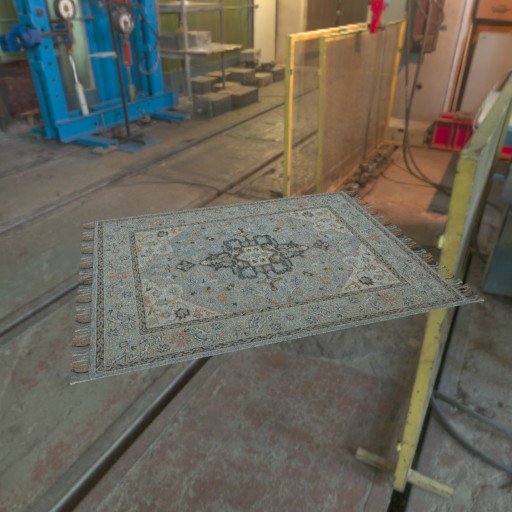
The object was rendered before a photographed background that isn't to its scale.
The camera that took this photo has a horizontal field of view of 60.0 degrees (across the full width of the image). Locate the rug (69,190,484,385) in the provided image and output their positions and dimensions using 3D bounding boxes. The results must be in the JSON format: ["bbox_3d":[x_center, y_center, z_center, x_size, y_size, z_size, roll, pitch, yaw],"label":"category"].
[{"bbox_3d":[0.000,0.000,4.202,3.221,0.011,2.379,-9,33,-14],"label":"rug"}]
